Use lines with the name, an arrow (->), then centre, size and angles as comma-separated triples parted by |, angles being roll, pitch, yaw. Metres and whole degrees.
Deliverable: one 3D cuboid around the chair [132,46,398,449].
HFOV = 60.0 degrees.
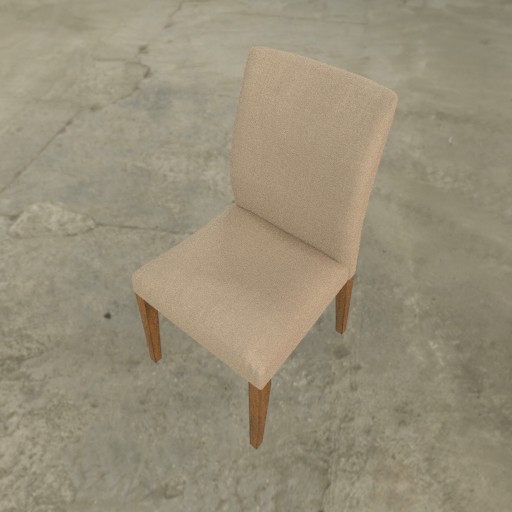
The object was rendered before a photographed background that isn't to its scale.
chair -> 0.000, 0.000, 1.291 | 0.496, 0.940, 0.585 | 32, 55, 26
